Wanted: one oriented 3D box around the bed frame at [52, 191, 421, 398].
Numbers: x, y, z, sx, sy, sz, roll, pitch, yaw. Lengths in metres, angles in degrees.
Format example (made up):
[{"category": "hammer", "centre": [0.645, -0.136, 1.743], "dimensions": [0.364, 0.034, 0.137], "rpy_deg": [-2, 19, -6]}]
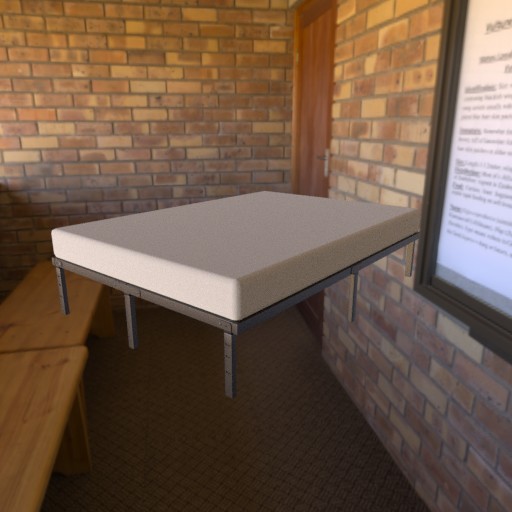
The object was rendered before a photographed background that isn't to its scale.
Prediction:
[{"category": "bed frame", "centre": [0.000, 0.000, 3.826], "dimensions": [2.842, 0.680, 2.205], "rpy_deg": [-15, 22, -41]}]
